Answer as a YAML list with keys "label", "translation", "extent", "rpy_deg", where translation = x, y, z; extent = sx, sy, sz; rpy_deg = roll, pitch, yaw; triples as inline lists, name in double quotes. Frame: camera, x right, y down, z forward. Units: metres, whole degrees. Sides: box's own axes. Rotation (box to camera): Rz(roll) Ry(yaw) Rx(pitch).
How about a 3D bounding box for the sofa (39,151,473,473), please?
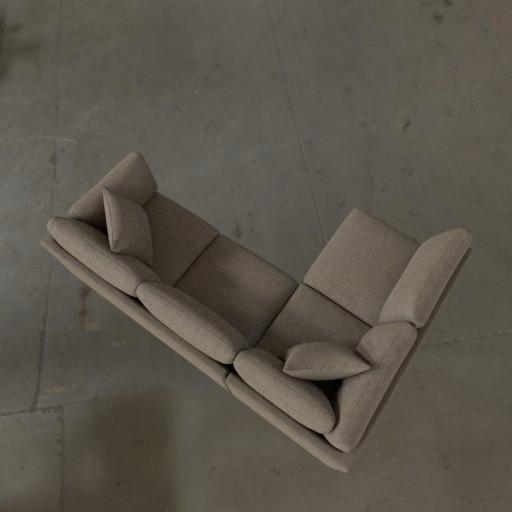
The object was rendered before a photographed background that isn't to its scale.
- label: "sofa"
  translation: [0.000, 0.000, 3.739]
  extent: [2.896, 0.978, 1.994]
  rpy_deg: [33, 69, 14]
